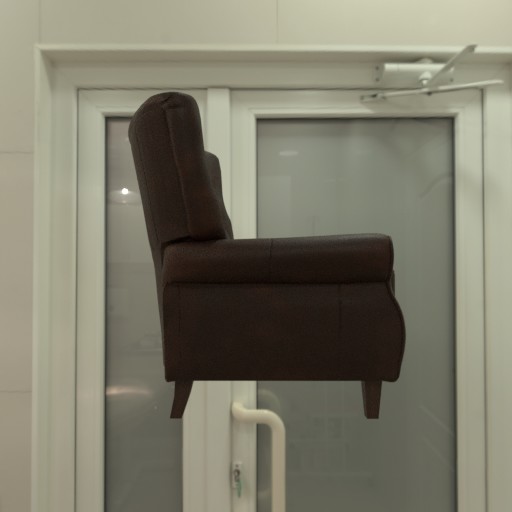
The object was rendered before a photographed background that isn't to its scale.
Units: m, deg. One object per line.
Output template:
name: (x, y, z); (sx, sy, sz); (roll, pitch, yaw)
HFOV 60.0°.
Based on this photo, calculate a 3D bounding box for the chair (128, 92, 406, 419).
chair: (0.000, 0.000, 1.916); (1.058, 1.158, 0.948); (0, -1, 0)
